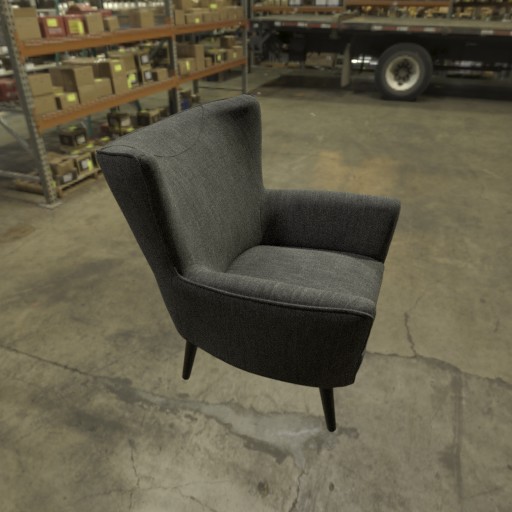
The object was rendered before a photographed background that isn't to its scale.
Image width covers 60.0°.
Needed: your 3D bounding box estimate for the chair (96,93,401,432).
[{"bbox_3d":[0.000,0.000,1.557,0.888,0.933,0.781,11,33,18],"label":"chair"}]
